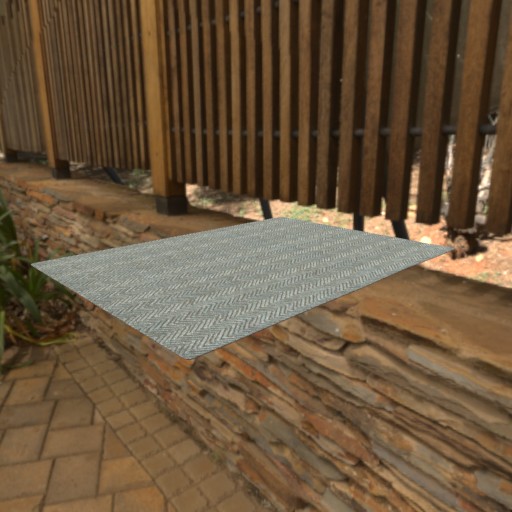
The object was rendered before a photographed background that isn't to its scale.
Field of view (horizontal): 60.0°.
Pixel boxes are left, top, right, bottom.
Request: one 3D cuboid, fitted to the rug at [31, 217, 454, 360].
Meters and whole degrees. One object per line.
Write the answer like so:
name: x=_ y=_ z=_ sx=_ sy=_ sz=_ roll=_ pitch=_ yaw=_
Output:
rug: x=0.000 y=0.000 z=5.076 sx=3.957 sy=0.011 sz=2.894 roll=-15 pitch=21 yaw=-42
